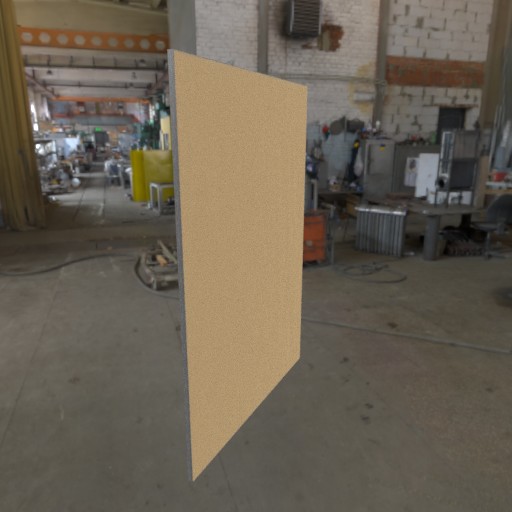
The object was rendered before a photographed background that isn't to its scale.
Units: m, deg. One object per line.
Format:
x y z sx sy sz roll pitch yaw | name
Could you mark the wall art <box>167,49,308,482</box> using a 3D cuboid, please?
0.000 0.000 1.448 0.016 1.116 0.810 8 17 26 | wall art
